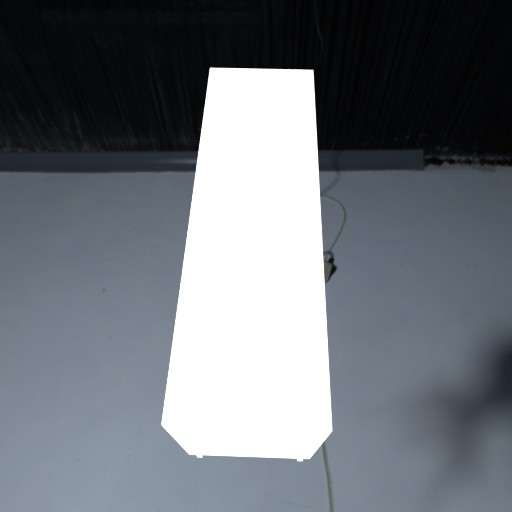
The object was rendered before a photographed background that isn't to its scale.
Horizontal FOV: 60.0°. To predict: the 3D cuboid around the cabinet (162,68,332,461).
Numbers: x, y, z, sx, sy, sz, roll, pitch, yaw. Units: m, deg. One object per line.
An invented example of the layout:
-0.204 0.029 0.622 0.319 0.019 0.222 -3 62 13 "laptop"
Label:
0.000 0.000 2.056 0.500 0.780 1.649 2 59 1 "cabinet"
